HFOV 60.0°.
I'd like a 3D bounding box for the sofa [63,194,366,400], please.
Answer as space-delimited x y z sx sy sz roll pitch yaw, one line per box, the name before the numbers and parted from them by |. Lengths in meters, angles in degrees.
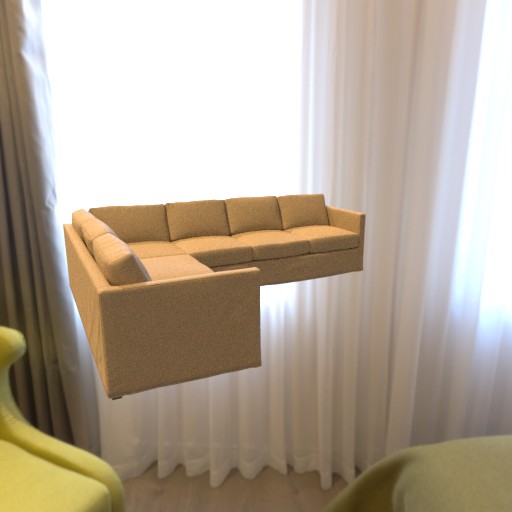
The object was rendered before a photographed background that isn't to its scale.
sofa | 0.000 0.000 4.215 3.182 0.871 2.432 -7 16 -26
